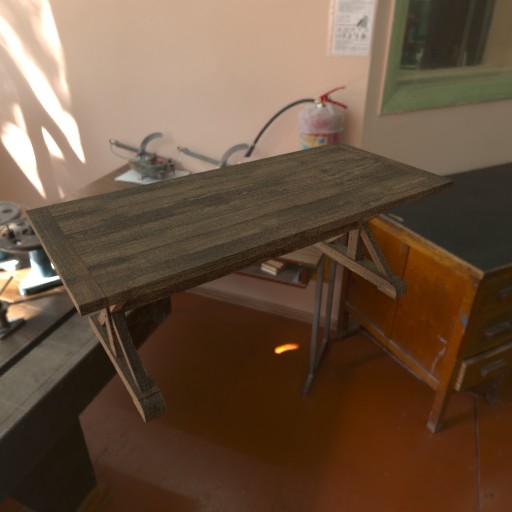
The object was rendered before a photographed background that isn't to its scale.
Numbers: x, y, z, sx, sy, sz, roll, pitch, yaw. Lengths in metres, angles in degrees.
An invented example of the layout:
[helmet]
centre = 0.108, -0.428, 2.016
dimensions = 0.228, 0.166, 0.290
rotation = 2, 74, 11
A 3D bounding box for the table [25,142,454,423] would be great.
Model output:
[table]
centre = 0.000, 0.000, 2.456
dimensions = 2.031, 0.733, 0.907
rotation = -19, 35, -29
